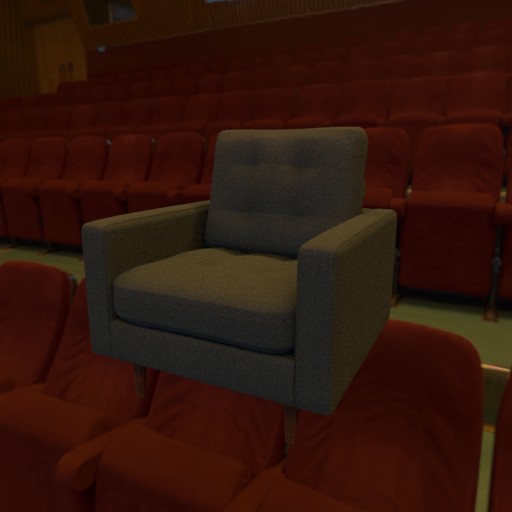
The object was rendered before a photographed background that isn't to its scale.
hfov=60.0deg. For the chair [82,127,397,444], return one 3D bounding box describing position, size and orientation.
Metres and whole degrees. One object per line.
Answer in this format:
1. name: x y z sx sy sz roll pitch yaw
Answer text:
1. chair: 0.000 0.000 1.547 0.821 0.880 0.843 7 15 26
